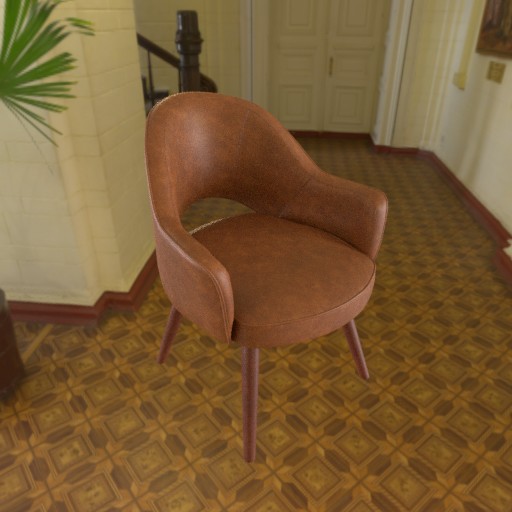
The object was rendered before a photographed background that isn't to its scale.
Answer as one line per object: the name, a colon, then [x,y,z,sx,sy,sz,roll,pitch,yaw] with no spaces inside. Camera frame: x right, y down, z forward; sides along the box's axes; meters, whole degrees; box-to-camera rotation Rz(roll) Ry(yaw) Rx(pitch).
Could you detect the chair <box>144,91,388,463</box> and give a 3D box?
chair: [0.000,0.000,1.214,0.591,0.777,0.640,-22,36,-34]
